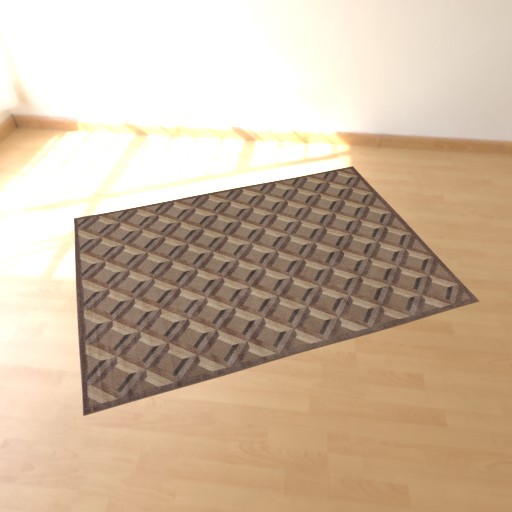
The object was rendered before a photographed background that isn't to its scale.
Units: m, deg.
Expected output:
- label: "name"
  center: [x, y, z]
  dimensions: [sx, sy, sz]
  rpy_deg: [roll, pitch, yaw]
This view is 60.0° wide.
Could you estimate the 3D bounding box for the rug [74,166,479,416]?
- label: "rug"
  center: [0.000, 0.000, 2.910]
  dimensions: [2.260, 0.013, 1.600]
  rpy_deg: [-13, 44, -14]
